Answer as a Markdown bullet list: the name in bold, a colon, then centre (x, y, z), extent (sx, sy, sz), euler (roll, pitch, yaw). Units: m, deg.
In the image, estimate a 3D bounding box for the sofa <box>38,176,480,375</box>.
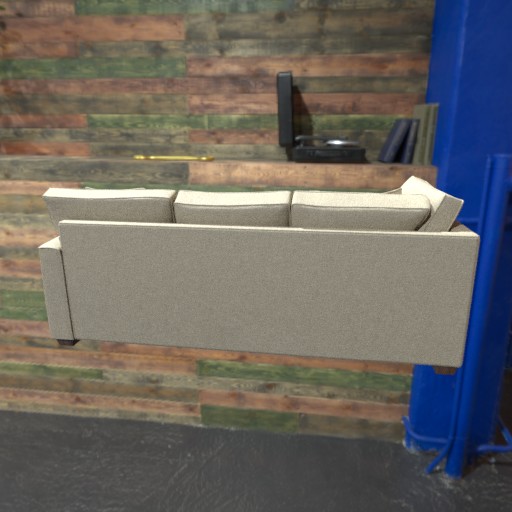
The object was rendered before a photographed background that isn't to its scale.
- **sofa**: centre (0.000, 0.000, 2.830), extent (2.323, 0.948, 1.053), euler (2, 16, 8)
